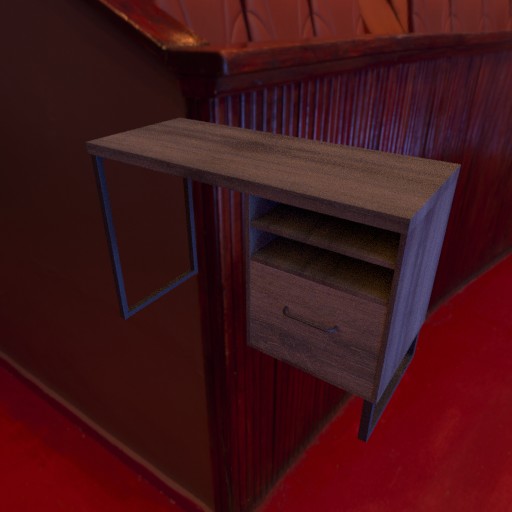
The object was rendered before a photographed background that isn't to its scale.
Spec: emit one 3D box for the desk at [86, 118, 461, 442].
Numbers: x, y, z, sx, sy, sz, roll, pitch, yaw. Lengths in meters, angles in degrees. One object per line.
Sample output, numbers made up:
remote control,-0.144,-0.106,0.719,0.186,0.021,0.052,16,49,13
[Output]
desk,0.000,0.000,1.603,1.134,0.752,0.511,19,34,30
